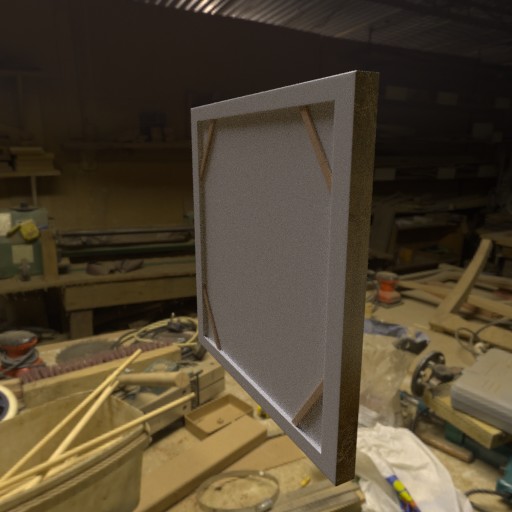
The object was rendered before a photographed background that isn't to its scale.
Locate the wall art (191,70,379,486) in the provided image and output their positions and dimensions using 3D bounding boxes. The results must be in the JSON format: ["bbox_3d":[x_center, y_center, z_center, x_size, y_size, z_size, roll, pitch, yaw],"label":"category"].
[{"bbox_3d":[0.000,0.000,0.894,0.038,0.610,0.610,-7,15,-27],"label":"wall art"}]
